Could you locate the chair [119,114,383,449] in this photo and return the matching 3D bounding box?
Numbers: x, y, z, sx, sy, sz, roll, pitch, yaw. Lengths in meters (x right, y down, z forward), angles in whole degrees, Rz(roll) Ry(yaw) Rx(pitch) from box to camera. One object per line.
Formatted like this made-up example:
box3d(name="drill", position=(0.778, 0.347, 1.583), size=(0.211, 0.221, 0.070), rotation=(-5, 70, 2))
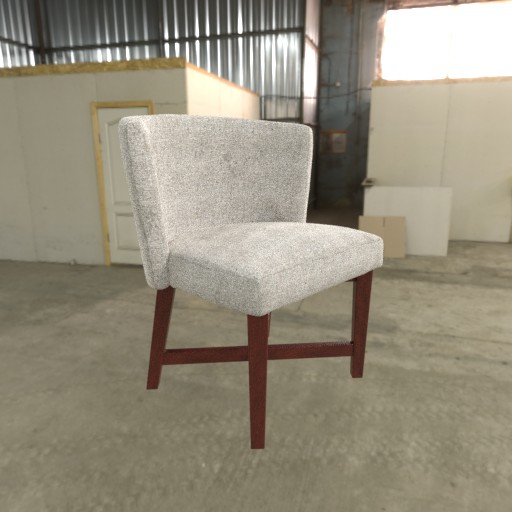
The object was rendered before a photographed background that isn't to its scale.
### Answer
box3d(name="chair", position=(0.000, 0.000, 1.335), size=(0.575, 0.827, 0.728), rotation=(14, 20, 42))
